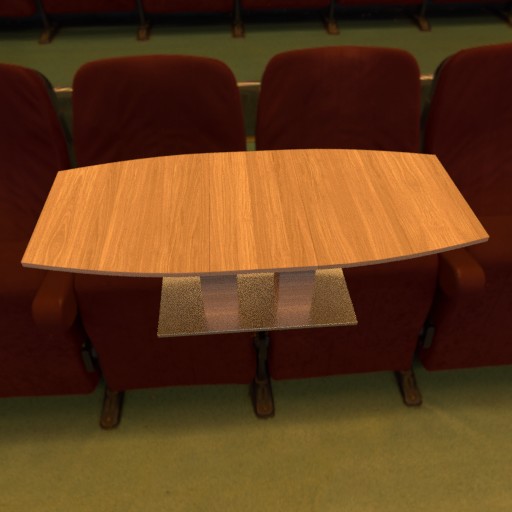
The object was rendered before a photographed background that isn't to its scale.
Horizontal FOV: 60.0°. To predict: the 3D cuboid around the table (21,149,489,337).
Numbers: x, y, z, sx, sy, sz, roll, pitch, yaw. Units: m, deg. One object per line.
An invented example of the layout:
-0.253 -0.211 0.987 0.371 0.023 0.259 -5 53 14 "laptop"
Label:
0.000 0.000 2.416 2.032 0.750 0.900 -3 45 -3 "table"
